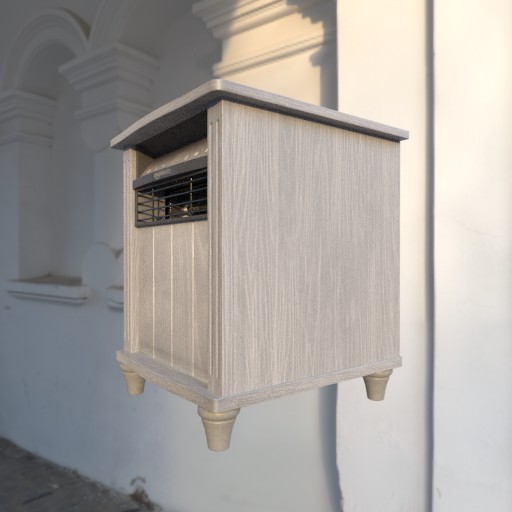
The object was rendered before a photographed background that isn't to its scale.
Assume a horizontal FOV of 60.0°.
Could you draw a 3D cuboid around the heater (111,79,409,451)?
[{"bbox_3d":[0.000,0.000,0.766,0.400,0.481,0.362,0,0,-37],"label":"heater"}]
